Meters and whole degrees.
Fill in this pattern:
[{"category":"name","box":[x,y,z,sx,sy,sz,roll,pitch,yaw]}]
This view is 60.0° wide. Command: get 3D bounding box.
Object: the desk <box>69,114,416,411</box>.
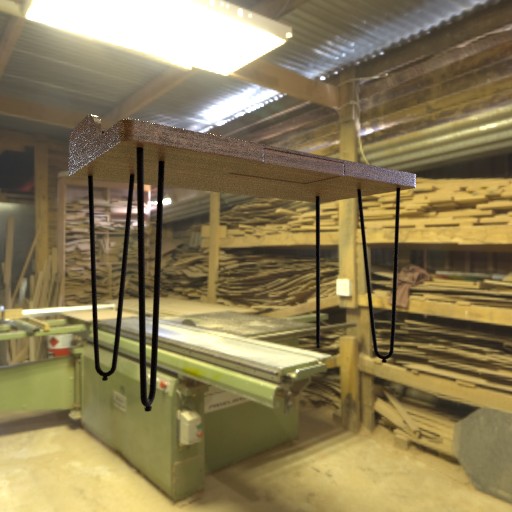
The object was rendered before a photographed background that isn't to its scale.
[{"category":"desk","box":[0.000,0.000,1.657,1.200,0.854,0.565,1,-1,-36]}]
